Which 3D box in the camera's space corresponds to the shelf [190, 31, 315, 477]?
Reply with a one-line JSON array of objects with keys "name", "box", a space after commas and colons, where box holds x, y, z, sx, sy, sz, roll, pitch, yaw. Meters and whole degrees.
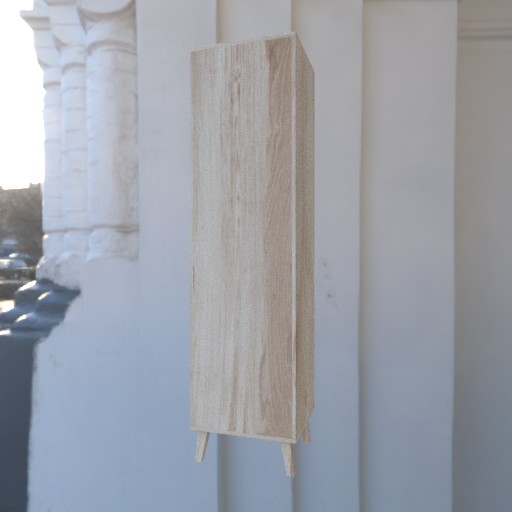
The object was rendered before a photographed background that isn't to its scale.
[{"name": "shelf", "box": [0.000, 0.000, 2.226, 0.510, 1.960, 0.450, 0, 0, 18]}]
